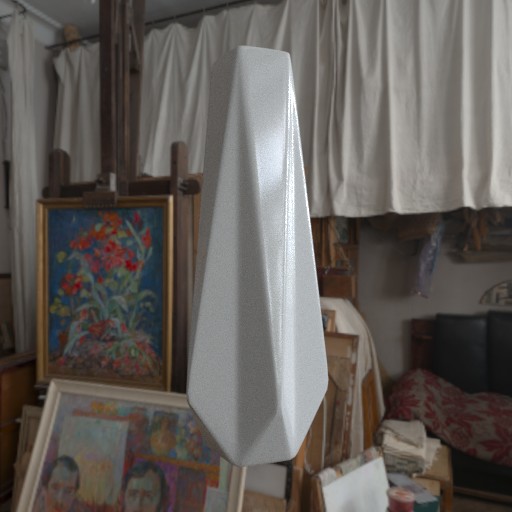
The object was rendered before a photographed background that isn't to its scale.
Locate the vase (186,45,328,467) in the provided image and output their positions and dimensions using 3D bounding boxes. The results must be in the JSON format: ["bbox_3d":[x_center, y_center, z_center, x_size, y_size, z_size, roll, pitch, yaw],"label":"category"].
[{"bbox_3d":[0.000,0.000,0.375,0.122,0.329,0.116,0,1,-17],"label":"vase"}]
